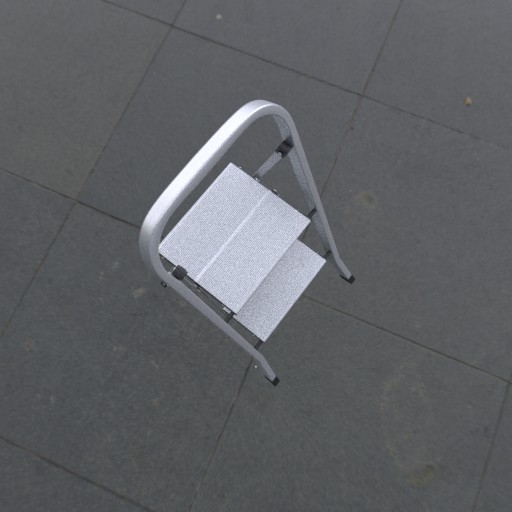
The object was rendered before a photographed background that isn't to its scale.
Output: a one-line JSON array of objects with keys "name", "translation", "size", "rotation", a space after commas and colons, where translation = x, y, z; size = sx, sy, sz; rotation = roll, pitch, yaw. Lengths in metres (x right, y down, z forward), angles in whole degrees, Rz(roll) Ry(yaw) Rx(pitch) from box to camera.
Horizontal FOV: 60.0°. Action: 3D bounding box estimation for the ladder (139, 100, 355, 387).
[{"name": "ladder", "translation": [0.000, 0.000, 1.160], "size": [0.530, 0.830, 0.465], "rotation": [37, 79, 9]}]
